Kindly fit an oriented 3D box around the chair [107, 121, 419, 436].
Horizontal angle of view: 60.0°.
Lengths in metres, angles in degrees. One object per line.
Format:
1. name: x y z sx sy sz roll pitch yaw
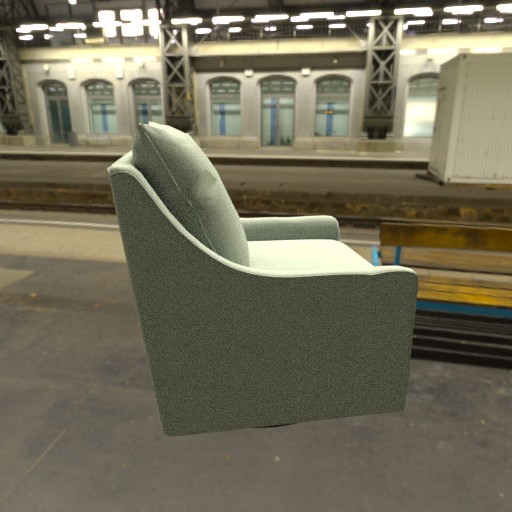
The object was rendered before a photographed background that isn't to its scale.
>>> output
1. chair: 0.000 0.000 1.597 0.870 0.926 0.760 -3 18 -9
